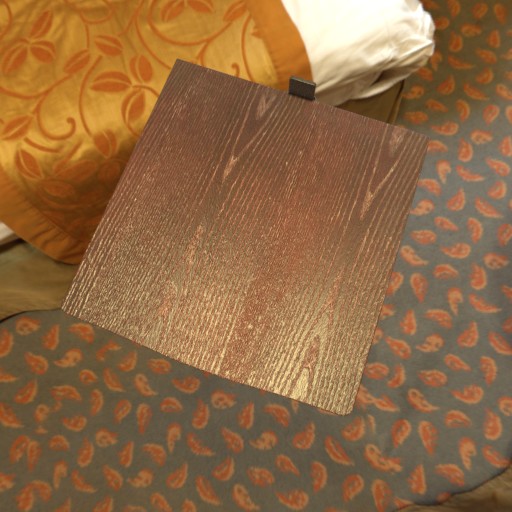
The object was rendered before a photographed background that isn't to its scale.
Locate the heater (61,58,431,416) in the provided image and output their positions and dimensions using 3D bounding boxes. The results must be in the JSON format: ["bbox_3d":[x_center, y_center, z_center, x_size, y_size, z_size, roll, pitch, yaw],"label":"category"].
[{"bbox_3d":[0.000,0.000,0.755,0.362,0.481,0.400,19,76,5],"label":"heater"}]
